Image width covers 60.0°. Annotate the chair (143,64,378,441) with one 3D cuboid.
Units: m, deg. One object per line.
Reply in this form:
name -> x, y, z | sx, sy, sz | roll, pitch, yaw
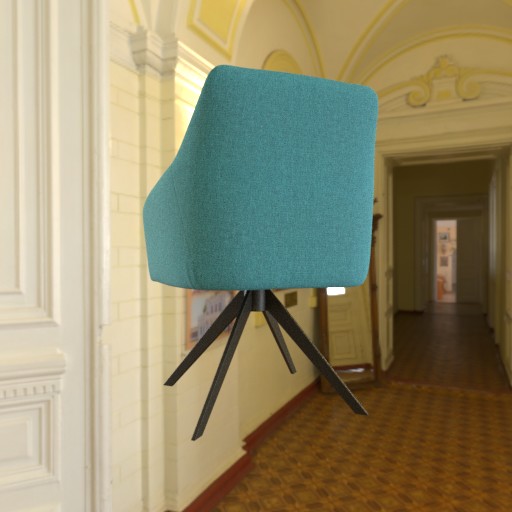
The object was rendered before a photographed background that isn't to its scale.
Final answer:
chair -> 0.000, 0.000, 1.355 | 0.642, 0.874, 0.677 | 0, 0, -20
